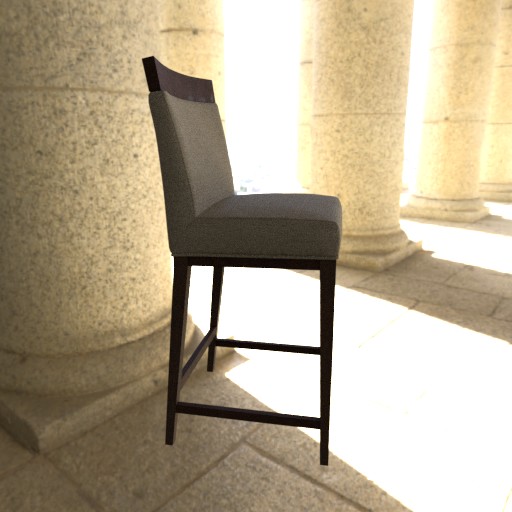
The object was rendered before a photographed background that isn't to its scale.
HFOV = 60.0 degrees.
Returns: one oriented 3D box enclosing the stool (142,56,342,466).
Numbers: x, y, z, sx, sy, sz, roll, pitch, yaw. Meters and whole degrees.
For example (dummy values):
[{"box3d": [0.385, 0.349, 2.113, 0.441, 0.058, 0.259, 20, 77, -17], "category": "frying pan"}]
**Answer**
[{"box3d": [0.000, 0.000, 1.419, 0.531, 1.117, 0.511, 3, 16, 10], "category": "stool"}]
